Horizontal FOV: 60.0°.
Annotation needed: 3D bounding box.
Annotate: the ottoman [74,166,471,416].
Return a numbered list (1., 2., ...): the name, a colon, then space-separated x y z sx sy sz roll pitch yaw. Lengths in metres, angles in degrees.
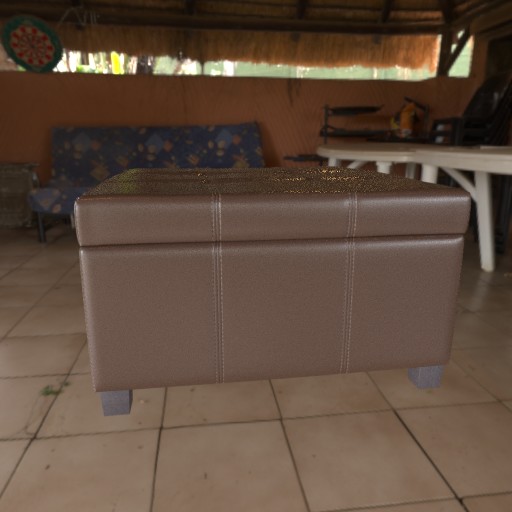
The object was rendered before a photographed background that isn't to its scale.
1. ottoman: 0.000 0.000 1.264 0.788 0.460 0.787 -2 15 -8
